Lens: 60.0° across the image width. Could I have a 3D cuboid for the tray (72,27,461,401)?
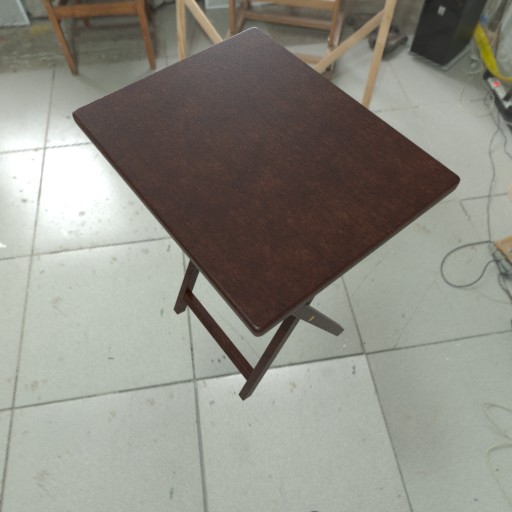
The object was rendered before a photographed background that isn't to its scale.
[{"bbox_3d":[0.000,0.000,0.955,0.381,0.660,0.483,-34,65,-19],"label":"tray"}]
